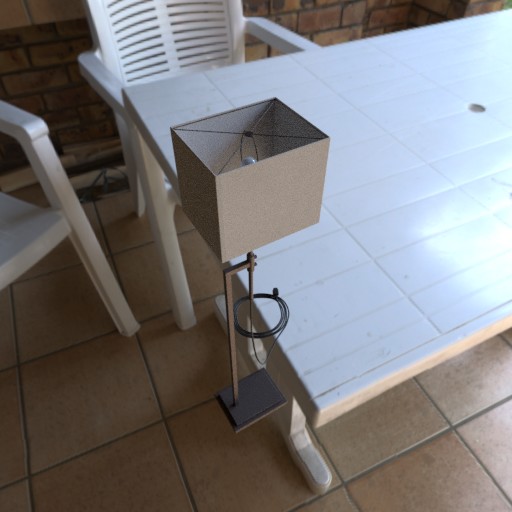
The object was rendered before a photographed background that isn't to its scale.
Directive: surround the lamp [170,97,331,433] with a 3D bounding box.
[{"bbox_3d":[0.000,0.000,2.011,0.698,1.600,0.774,-23,50,-21],"label":"lamp"}]
